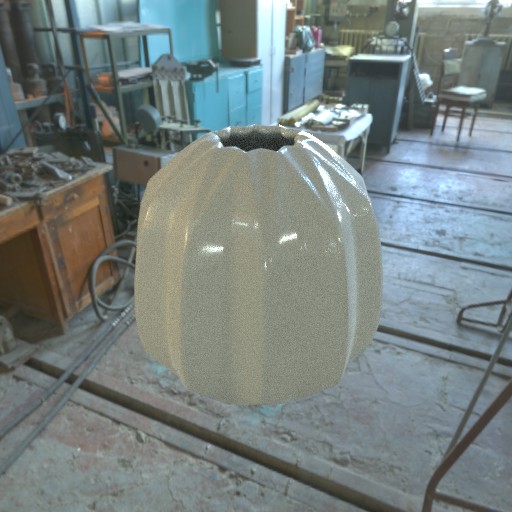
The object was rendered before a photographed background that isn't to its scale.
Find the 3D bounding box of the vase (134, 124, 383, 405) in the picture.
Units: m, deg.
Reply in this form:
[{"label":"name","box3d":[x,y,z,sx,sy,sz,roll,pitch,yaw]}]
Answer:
[{"label":"vase","box3d":[0.000,0.000,0.248,0.139,0.134,0.139,0,30,0]}]
